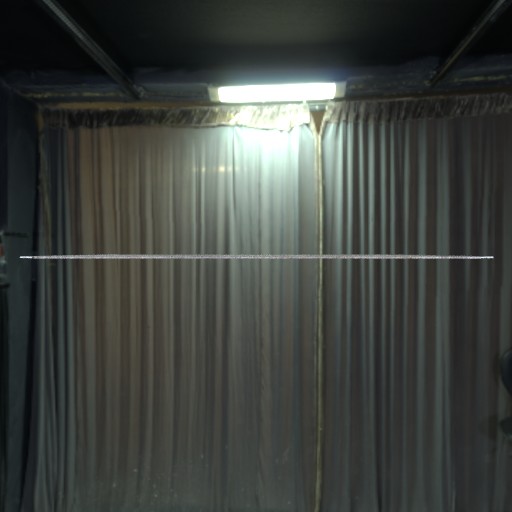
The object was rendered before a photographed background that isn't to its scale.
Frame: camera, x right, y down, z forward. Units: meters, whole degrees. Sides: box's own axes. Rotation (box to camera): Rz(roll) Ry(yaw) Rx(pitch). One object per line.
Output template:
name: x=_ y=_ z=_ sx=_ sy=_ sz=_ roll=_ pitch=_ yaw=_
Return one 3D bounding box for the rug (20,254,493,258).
rug: x=0.000 y=0.000 z=3.031 sx=2.440 sy=0.010 sz=1.528 roll=0 pitch=1 yaw=0
